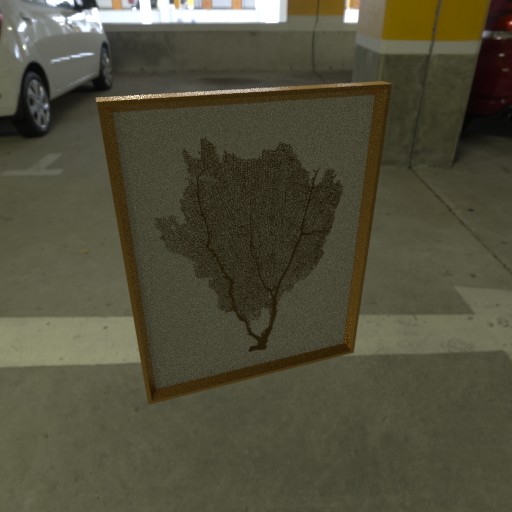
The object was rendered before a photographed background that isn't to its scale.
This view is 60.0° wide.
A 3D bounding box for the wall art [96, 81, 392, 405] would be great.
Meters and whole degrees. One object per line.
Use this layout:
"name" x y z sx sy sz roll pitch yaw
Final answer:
"wall art" 0.000 0.000 1.073 0.610 0.762 0.038 -10 31 -17
